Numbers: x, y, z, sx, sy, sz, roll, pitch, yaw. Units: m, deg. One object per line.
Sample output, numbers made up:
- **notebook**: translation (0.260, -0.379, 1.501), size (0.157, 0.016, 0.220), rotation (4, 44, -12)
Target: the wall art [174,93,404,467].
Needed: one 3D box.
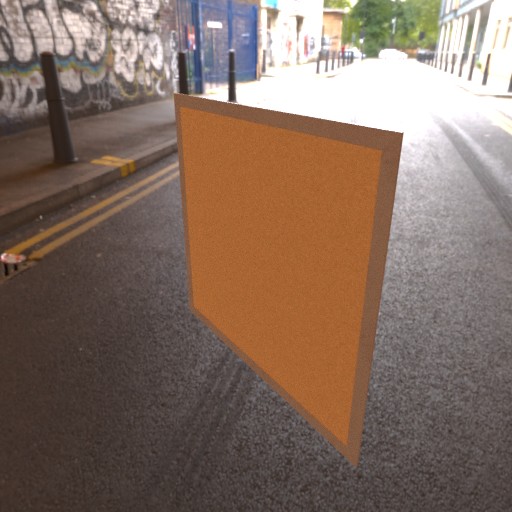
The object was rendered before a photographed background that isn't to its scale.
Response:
- **wall art**: translation (0.000, 0.000, 1.658), size (0.025, 1.067, 1.168), rotation (-17, 30, -31)
